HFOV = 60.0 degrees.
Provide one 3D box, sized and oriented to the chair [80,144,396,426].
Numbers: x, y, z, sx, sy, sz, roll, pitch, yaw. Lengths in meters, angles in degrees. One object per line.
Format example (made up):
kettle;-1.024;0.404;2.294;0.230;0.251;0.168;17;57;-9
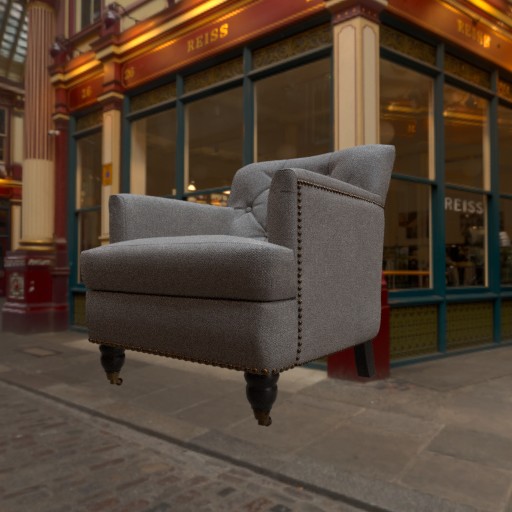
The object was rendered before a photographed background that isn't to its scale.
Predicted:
chair;0.000;0.000;1.503;0.737;0.823;0.902;-1;-1;37
